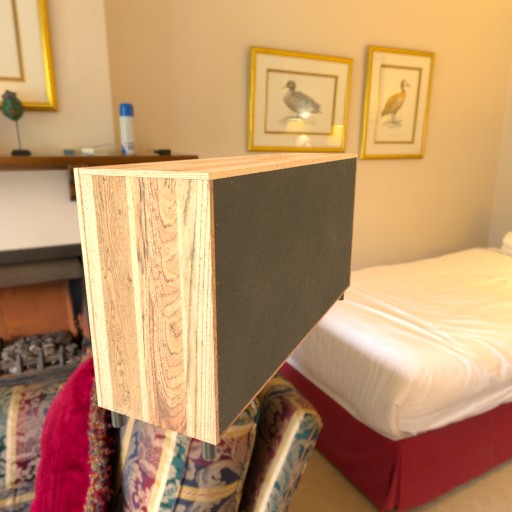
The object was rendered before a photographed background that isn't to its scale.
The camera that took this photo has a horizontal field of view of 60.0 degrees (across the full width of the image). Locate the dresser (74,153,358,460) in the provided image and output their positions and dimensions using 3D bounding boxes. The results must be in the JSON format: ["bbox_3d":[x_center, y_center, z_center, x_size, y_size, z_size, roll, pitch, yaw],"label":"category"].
[{"bbox_3d":[0.000,0.000,1.939,0.487,0.834,1.547,7,16,25],"label":"dresser"}]
